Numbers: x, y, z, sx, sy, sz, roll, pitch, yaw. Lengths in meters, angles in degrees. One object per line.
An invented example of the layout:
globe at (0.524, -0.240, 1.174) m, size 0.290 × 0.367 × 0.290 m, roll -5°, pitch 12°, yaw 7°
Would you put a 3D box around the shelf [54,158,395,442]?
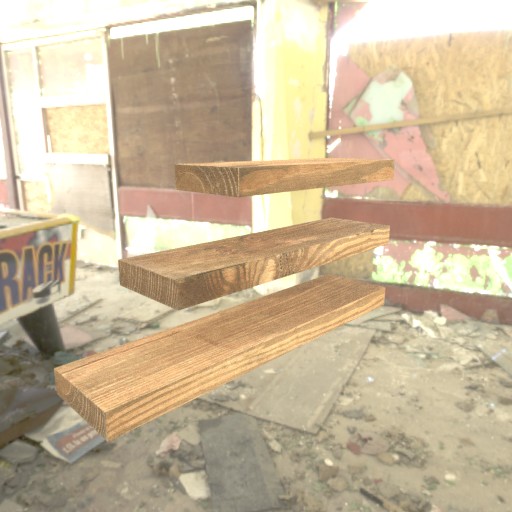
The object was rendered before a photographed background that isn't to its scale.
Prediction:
shelf at (0.000, 0.000, 0.714) m, size 0.140 × 0.293 × 0.610 m, roll 14°, pitch 20°, yaw 43°
